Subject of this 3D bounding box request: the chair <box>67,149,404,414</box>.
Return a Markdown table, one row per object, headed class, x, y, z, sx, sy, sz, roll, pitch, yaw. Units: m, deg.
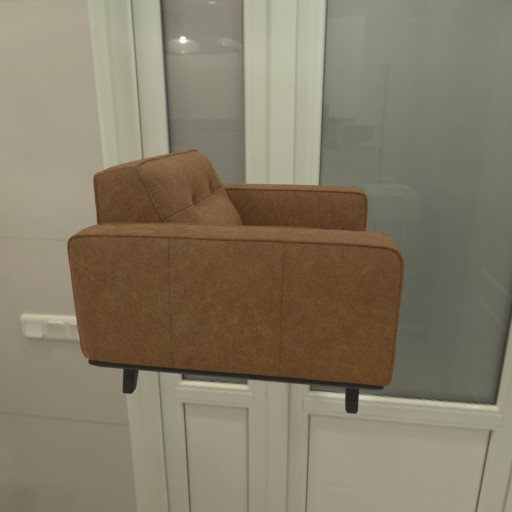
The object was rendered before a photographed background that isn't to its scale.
| class | x | y | z | sx | sy | sz | roll | pitch | yaw |
| --- | --- | --- | --- | --- | --- | --- | --- | --- | --- |
| chair | 0.000 | 0.000 | 1.745 | 0.952 | 0.782 | 1.118 | 2 | 17 | 8 |
